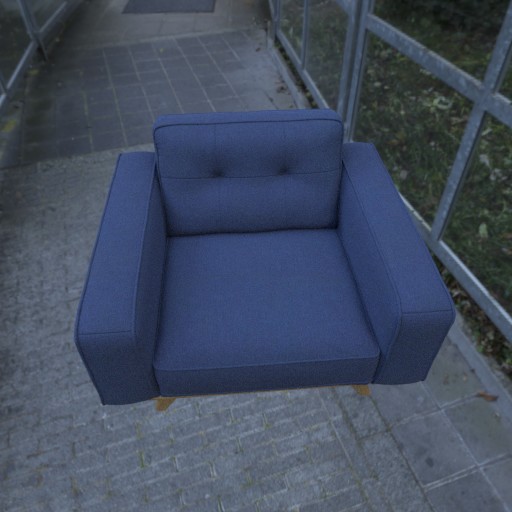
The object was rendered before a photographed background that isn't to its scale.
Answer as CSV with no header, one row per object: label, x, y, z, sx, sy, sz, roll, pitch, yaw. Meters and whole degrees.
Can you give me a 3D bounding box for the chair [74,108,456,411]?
chair,0.000,0.000,1.685,1.118,0.783,0.953,-3,45,-3
